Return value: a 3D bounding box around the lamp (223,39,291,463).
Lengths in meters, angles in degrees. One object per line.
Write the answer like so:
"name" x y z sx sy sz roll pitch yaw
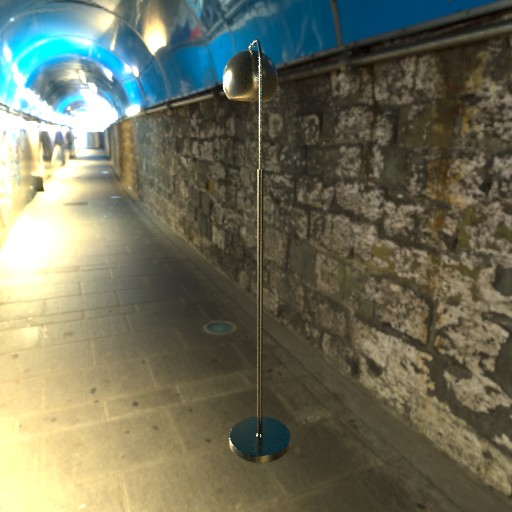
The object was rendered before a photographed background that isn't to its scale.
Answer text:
"lamp" 0.000 0.000 1.699 0.250 1.526 0.431 -3 15 -10
